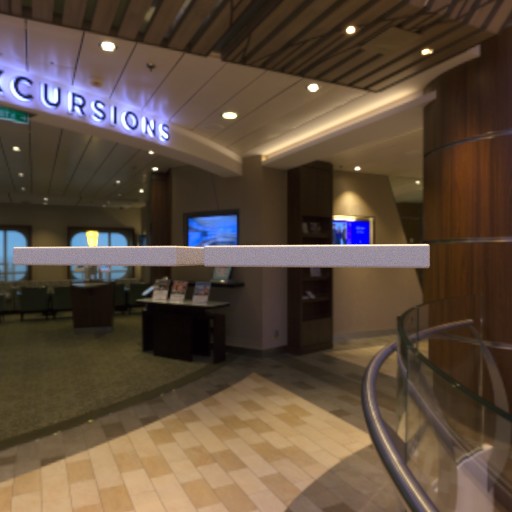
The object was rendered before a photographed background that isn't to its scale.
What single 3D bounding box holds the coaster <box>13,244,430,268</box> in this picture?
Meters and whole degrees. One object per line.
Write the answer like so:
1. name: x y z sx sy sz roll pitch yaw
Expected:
1. coaster: 0.000 0.000 0.318 0.219 0.010 0.214 0 0 17
